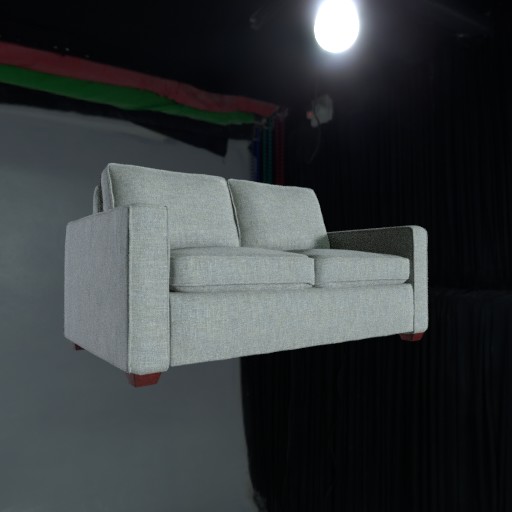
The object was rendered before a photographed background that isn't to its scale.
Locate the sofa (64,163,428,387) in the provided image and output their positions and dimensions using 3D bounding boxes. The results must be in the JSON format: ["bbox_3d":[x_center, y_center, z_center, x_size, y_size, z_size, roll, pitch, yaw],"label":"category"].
[{"bbox_3d":[0.000,0.000,2.307,1.706,0.915,0.945,1,-1,-36],"label":"sofa"}]
